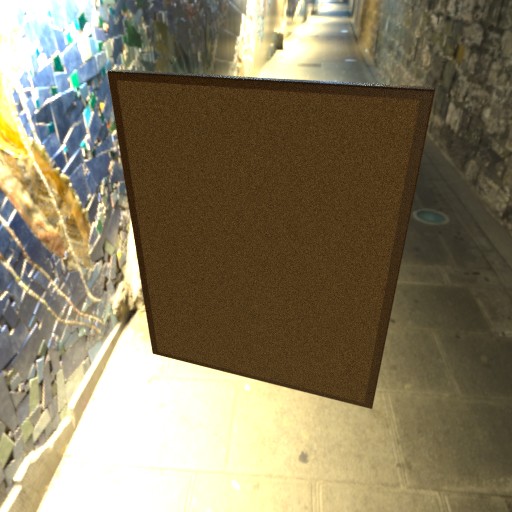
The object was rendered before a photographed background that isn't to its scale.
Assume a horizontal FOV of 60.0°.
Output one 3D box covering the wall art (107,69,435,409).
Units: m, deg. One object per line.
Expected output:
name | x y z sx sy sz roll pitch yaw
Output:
wall art | 0.000 0.000 0.729 0.449 0.550 0.021 10 32 16
